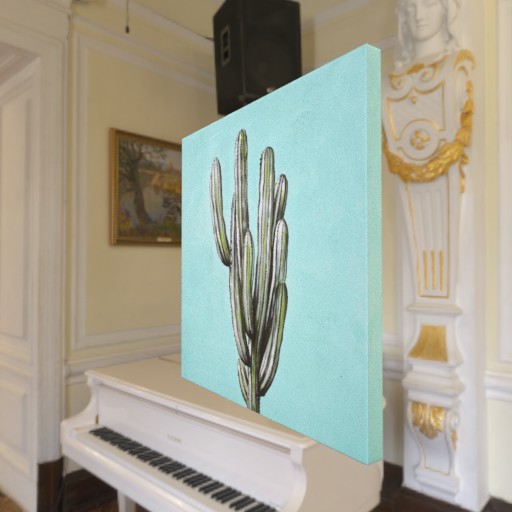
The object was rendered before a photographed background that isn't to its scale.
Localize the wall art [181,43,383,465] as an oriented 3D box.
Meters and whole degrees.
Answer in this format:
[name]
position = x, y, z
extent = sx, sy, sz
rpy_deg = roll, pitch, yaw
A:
[wall art]
position = 0.000, 0.000, 1.577
extent = 0.070, 1.073, 1.071
rpy_deg = 1, -1, -35
